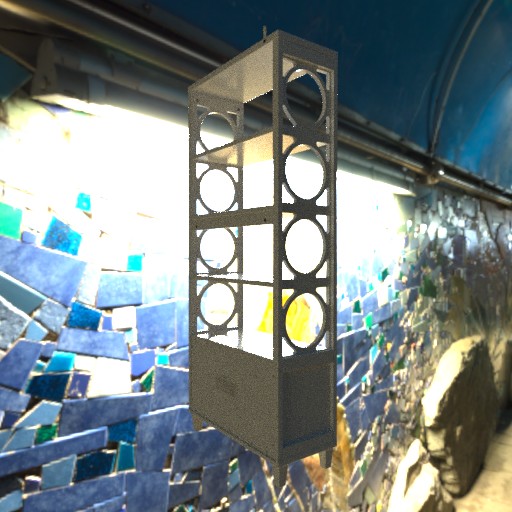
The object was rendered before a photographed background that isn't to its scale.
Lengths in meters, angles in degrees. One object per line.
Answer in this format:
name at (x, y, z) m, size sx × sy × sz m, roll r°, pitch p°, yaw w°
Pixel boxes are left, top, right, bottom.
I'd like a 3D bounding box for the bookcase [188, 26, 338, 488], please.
bookcase at (0.000, 0.000, 2.153) m, size 0.361 × 1.869 × 0.761 m, roll 0°, pitch 1°, yaw -36°
